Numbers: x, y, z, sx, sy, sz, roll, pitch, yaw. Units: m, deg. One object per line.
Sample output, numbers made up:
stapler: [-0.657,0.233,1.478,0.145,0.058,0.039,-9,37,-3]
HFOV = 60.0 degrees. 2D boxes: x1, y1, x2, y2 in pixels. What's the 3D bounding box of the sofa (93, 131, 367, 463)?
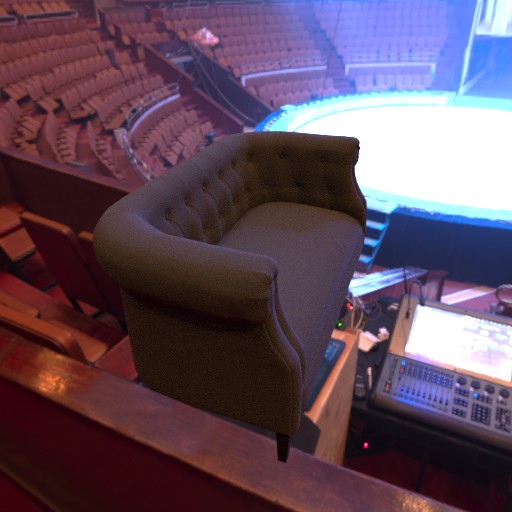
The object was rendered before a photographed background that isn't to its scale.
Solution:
sofa: [0.000,0.000,2.063,0.835,0.827,1.558,11,32,18]
